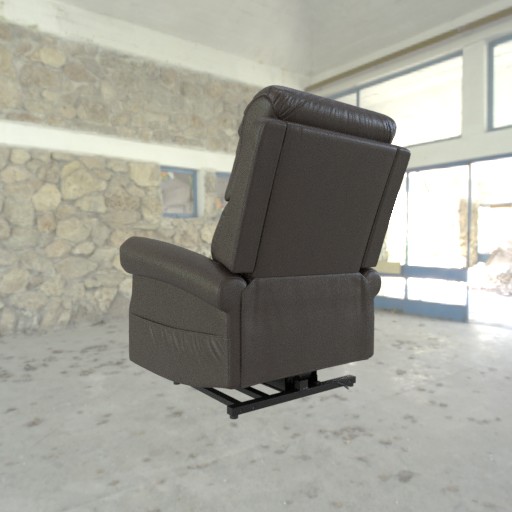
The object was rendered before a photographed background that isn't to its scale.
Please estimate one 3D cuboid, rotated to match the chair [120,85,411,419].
[{"bbox_3d":[0.000,0.000,1.786,0.869,1.028,0.978,-1,2,-37],"label":"chair"}]
